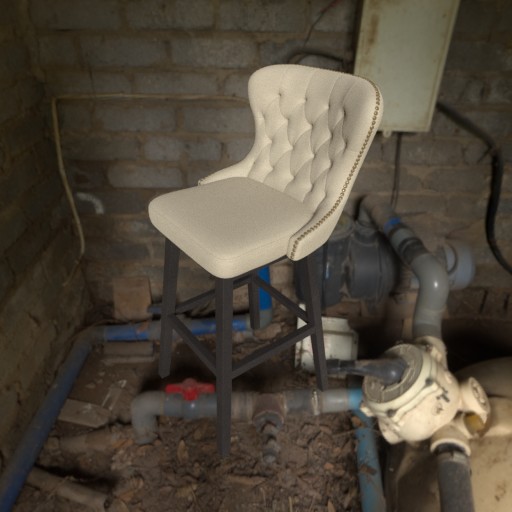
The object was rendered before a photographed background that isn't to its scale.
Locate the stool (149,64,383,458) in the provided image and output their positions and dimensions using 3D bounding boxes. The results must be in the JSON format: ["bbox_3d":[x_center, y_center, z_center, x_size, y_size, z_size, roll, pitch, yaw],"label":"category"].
[{"bbox_3d":[0.000,0.000,1.428,0.605,1.066,0.528,-22,38,-31],"label":"stool"}]
